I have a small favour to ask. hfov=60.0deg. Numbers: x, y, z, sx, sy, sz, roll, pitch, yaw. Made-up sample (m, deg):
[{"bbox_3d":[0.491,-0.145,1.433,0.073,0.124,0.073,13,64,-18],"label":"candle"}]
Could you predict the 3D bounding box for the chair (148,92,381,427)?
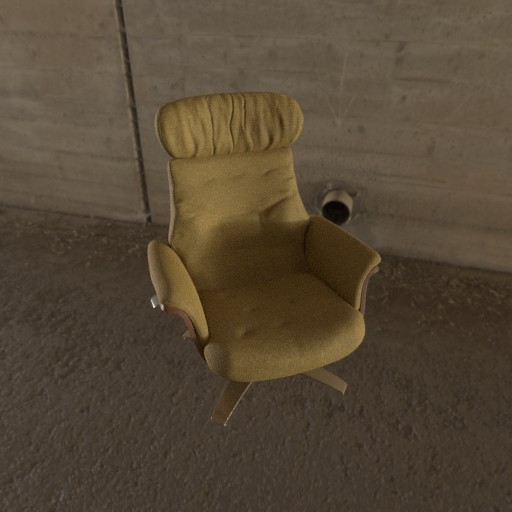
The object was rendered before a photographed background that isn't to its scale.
[{"bbox_3d":[0.000,0.000,1.609,0.785,0.995,0.837,-10,33,-15],"label":"chair"}]
